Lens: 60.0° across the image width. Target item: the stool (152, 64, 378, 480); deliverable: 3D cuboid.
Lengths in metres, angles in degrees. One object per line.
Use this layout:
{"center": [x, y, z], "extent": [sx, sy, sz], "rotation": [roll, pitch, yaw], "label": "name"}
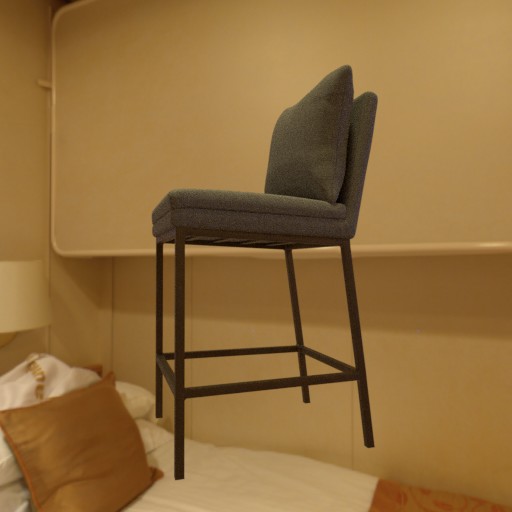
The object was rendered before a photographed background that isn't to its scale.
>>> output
{"center": [0.000, 0.000, 1.313], "extent": [0.569, 1.031, 0.463], "rotation": [0, -1, -19], "label": "stool"}
